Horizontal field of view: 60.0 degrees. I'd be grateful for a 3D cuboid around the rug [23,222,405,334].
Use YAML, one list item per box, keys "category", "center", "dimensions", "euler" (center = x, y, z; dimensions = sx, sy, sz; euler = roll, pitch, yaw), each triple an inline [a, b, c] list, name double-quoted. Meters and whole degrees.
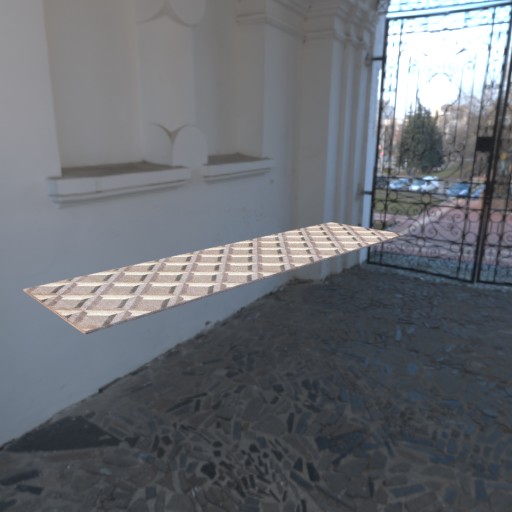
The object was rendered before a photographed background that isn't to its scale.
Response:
- category: "rug"
  center: [0.000, 0.000, 2.693]
  dimensions: [2.437, 0.013, 0.685]
  euler: [-14, 21, -43]
